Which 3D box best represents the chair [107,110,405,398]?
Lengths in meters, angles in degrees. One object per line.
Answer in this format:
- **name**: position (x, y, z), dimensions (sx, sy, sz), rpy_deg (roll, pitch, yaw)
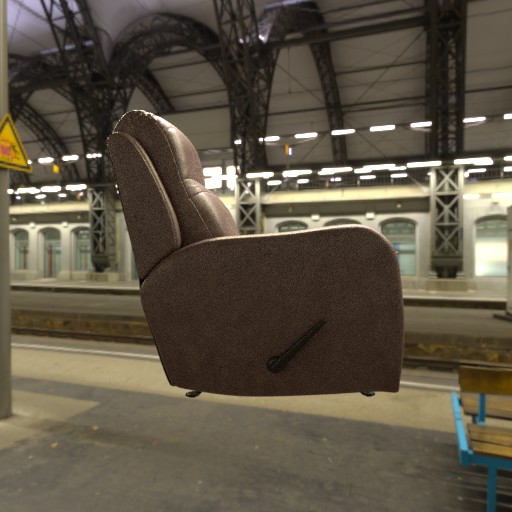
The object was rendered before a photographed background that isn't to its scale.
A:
- **chair**: position (0.000, 0.000, 1.880), dimensions (1.067, 1.067, 0.865), rpy_deg (0, 0, -1)
